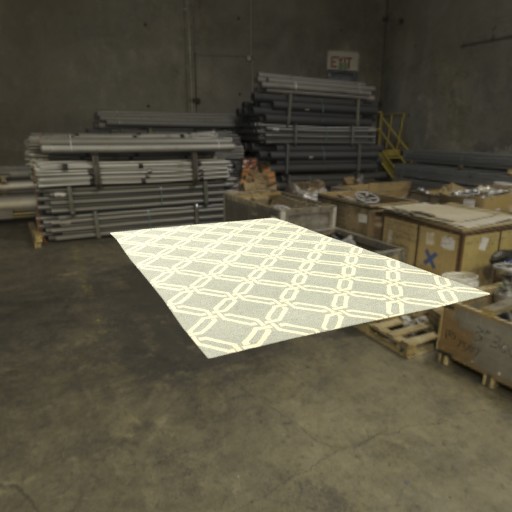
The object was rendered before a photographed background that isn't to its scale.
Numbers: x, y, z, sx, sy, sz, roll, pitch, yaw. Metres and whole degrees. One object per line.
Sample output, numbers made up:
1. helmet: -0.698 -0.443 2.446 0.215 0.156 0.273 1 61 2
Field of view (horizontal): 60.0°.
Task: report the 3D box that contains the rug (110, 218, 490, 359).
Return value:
1. rug: 0.000 0.000 2.198 1.148 0.010 1.754 -7 17 -25
